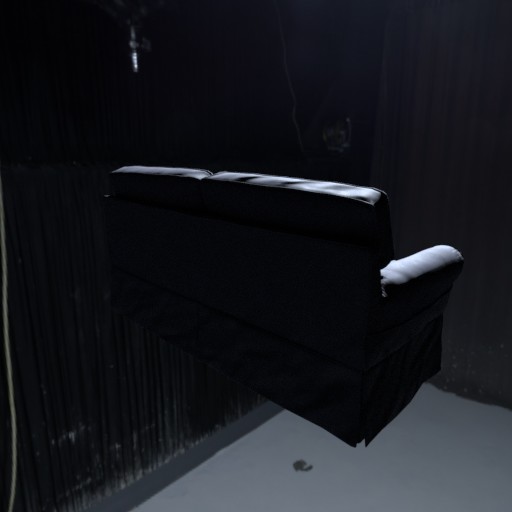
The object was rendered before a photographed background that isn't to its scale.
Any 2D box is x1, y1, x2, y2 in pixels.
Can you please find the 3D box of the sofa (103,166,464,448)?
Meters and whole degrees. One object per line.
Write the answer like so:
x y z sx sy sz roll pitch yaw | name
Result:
0.000 0.000 2.801 0.983 1.094 2.256 -14 20 -42 | sofa
